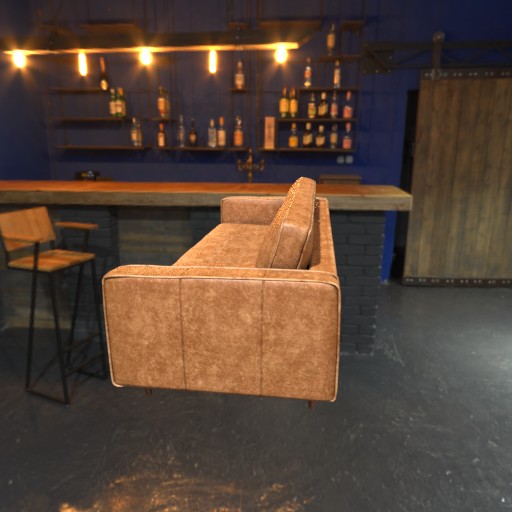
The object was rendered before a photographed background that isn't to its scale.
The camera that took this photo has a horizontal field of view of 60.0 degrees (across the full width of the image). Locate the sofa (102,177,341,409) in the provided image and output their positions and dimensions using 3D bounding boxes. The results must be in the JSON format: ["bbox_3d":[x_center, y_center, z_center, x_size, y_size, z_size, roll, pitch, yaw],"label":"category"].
[{"bbox_3d":[0.000,0.000,2.622,0.886,0.779,2.199,2,15,8],"label":"sofa"}]
